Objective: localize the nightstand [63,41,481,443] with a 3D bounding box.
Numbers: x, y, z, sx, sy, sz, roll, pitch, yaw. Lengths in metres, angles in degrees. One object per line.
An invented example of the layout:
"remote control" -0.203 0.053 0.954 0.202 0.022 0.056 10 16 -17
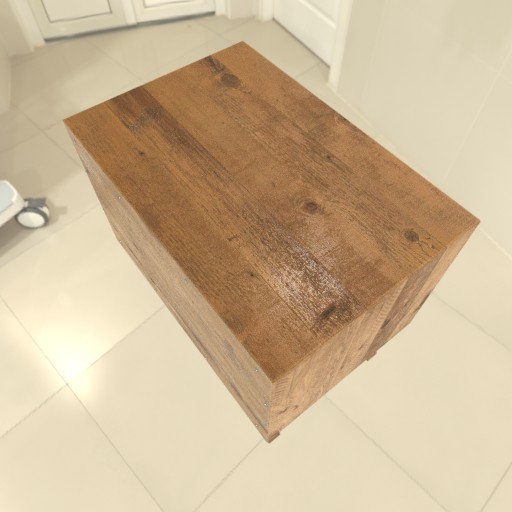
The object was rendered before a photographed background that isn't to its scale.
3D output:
"nightstand" 0.000 0.000 1.043 0.450 0.599 0.650 -33 63 -20
